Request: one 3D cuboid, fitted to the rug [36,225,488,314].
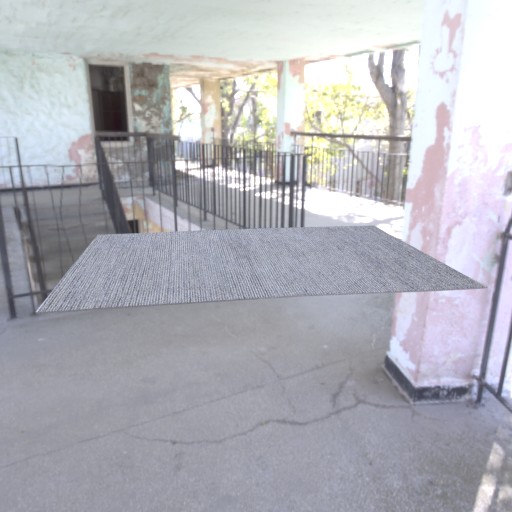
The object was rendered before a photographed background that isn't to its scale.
[{"bbox_3d":[0.000,0.000,2.274,1.789,0.021,1.159,-2,17,-8],"label":"rug"}]
